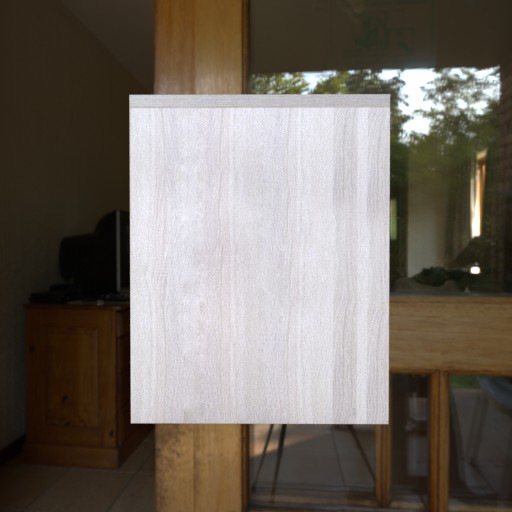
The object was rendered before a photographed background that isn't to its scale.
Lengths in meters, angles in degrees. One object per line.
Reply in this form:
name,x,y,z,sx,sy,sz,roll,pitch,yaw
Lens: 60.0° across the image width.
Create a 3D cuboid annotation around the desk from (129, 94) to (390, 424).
desk,0.000,0.000,1.533,0.600,0.731,1.100,0,1,0
